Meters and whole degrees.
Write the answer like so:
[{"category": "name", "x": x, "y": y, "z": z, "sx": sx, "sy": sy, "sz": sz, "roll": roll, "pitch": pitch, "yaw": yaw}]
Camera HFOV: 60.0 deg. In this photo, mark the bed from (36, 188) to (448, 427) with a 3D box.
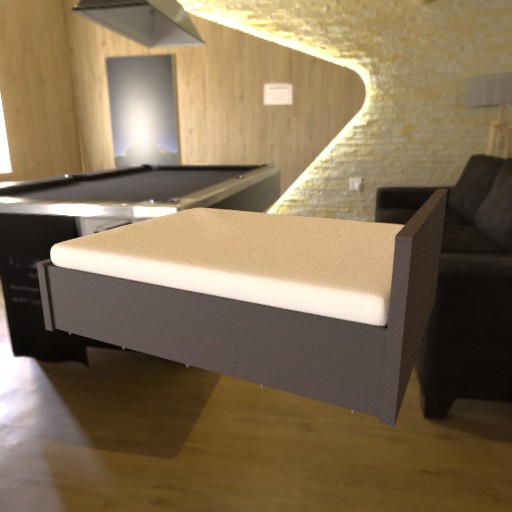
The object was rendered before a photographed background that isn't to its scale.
[{"category": "bed", "x": 0.000, "y": 0.000, "z": 2.883, "sx": 2.103, "sy": 0.808, "sz": 1.634, "roll": 8, "pitch": 17, "yaw": 26}]
